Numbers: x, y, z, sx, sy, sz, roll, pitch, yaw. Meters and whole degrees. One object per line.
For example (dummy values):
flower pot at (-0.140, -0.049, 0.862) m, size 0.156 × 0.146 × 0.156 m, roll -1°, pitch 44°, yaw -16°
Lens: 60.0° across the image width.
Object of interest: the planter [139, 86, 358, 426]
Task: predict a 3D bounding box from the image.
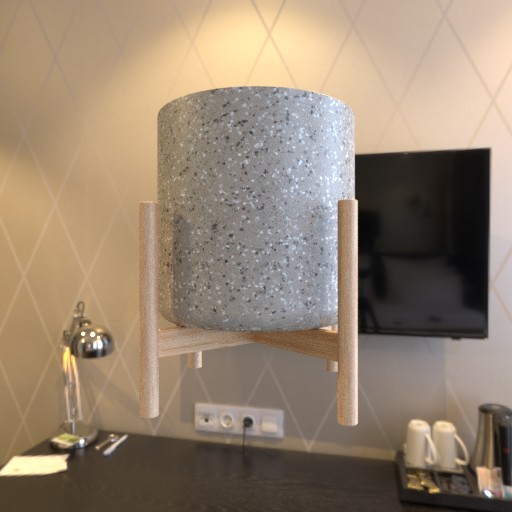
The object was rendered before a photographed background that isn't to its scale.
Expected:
planter at (0.000, 0.000, 0.697) m, size 0.360 × 0.419 × 0.360 m, roll 0°, pitch 0°, yaw -17°
